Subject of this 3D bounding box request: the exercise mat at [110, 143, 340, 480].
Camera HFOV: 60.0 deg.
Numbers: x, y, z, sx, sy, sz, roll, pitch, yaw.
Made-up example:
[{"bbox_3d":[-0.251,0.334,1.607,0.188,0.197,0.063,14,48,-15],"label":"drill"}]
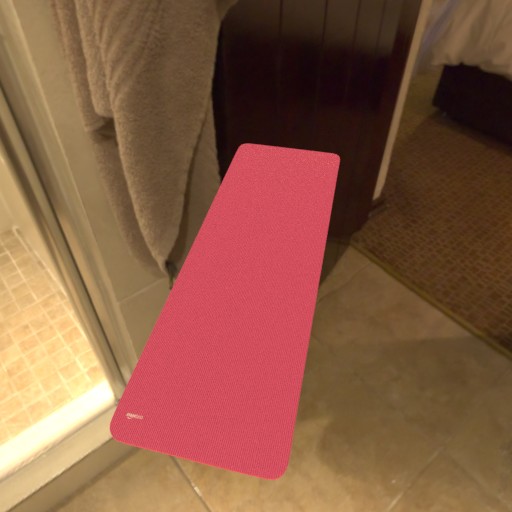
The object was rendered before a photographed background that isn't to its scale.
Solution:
[{"bbox_3d":[0.000,0.000,2.066,0.616,0.021,1.884,9,46,9],"label":"exercise mat"}]
